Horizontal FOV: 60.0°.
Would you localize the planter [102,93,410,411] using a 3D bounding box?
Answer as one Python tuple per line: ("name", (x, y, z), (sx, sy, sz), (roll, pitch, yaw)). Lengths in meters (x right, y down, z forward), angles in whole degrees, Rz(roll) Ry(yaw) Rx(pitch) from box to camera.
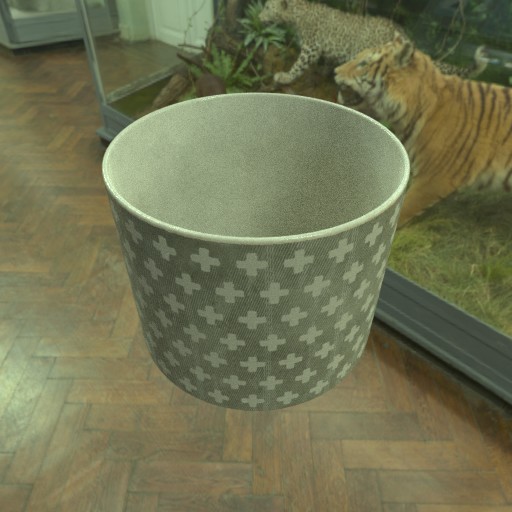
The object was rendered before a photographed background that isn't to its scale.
("planter", (0.000, 0.000, 0.341), (0.190, 0.181, 0.190), (0, 41, 0))
